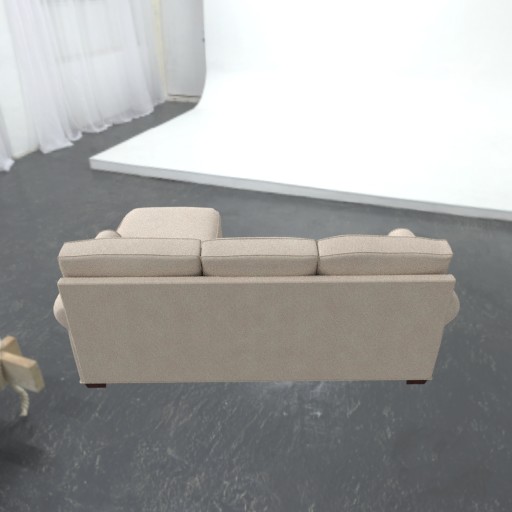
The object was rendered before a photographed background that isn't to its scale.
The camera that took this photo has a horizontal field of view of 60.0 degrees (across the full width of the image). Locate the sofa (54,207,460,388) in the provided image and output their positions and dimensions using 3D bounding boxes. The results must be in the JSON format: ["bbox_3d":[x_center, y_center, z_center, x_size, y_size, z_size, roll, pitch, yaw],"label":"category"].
[{"bbox_3d":[0.000,0.000,2.423,1.770,0.734,1.226,0,30,-1],"label":"sofa"}]
